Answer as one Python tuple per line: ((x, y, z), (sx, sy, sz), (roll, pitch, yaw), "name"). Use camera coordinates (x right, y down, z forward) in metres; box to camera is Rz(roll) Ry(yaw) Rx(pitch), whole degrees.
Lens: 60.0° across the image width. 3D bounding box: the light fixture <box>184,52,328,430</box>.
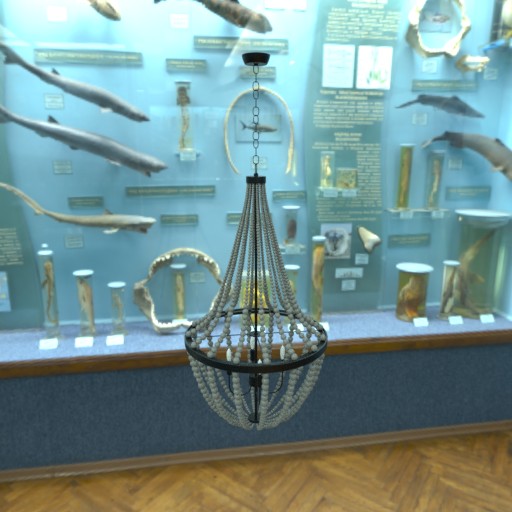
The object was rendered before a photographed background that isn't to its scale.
((0.000, 0.000, 1.349), (0.450, 1.133, 0.450), (0, 14, 0), "light fixture")
